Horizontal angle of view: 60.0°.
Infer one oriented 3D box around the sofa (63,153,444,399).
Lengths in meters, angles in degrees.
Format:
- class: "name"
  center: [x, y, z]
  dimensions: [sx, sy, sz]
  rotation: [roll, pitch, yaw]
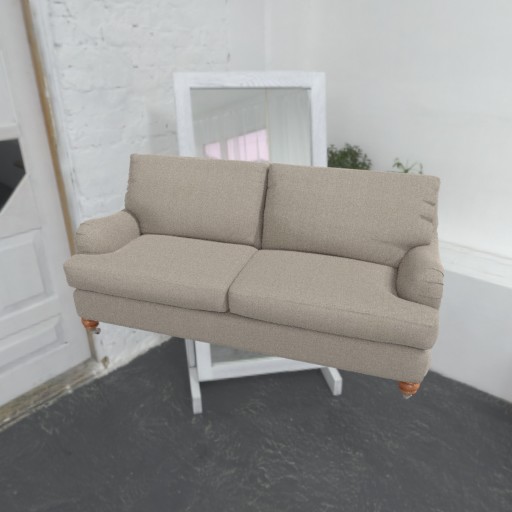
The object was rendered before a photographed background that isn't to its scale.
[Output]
- class: "sofa"
  center: [0.000, 0.000, 2.805]
  dimensions: [2.160, 1.054, 1.087]
  rotation: [8, 27, 16]
